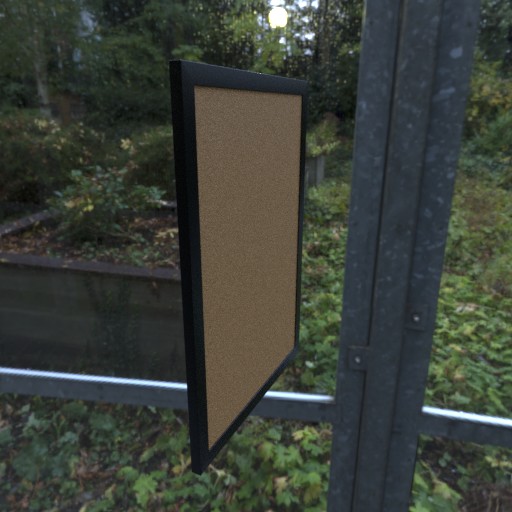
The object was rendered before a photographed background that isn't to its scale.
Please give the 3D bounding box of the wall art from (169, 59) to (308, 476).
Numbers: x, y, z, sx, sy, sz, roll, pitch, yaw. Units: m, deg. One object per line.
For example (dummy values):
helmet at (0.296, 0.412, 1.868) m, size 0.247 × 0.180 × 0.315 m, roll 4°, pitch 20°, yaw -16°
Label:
wall art at (0.000, 0.000, 0.859) m, size 0.019 × 0.656 × 0.462 m, roll 9°, pitch 20°, yaw 25°
